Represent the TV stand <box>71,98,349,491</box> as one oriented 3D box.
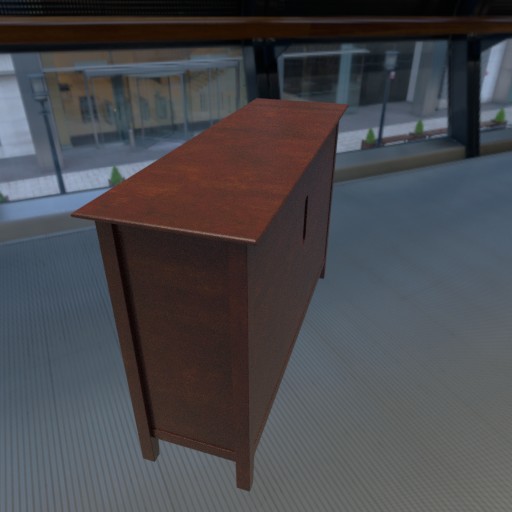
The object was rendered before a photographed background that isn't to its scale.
[{"bbox_3d":[0.000,0.000,1.740,0.445,0.915,1.372,9,32,15],"label":"TV stand"}]
